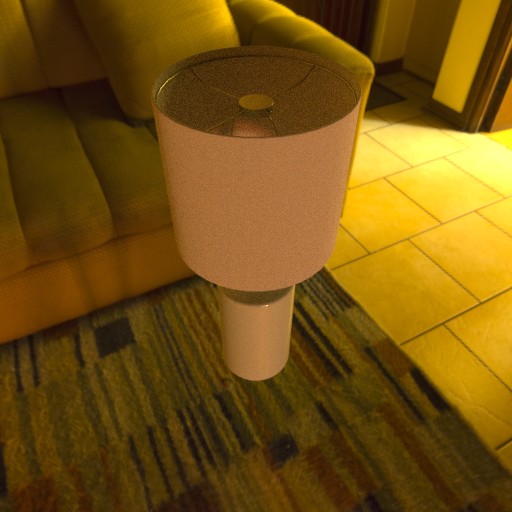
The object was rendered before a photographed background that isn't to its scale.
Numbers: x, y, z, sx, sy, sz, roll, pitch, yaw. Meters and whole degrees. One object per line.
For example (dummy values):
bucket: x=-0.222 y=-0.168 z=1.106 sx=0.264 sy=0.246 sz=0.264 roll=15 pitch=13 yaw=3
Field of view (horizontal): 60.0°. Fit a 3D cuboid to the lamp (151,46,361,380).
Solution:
lamp: x=0.000 y=0.000 z=0.624 sx=0.212 sy=0.493 sz=0.212 roll=32 pitch=53 yaw=28
